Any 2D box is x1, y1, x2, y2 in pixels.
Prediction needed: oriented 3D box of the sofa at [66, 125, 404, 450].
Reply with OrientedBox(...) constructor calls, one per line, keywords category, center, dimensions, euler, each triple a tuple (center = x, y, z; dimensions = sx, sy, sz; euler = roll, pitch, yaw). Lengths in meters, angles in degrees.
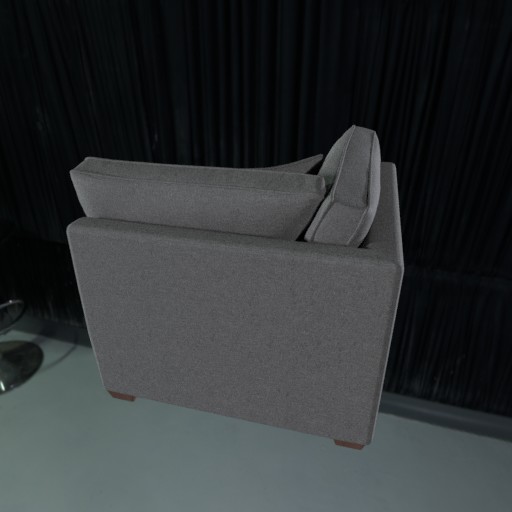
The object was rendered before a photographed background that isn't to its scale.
OrientedBox(category="sofa", center=(0.000, 0.000, 1.986), dimensions=(1.146, 1.002, 1.084), euler=(7, 29, 13))
